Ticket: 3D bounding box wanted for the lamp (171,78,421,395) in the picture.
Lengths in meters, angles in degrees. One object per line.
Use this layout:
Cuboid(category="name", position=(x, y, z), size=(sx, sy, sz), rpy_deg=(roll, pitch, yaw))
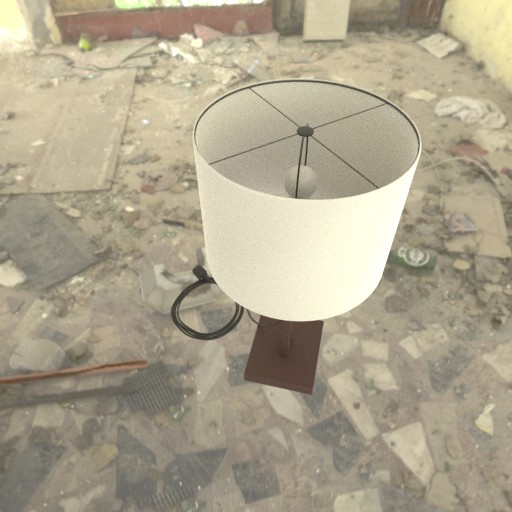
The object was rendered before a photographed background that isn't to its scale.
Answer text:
Cuboid(category="lamp", position=(0.000, 0.000, 0.968), size=(0.525, 0.668, 0.396), rpy_deg=(10, 47, 9))
